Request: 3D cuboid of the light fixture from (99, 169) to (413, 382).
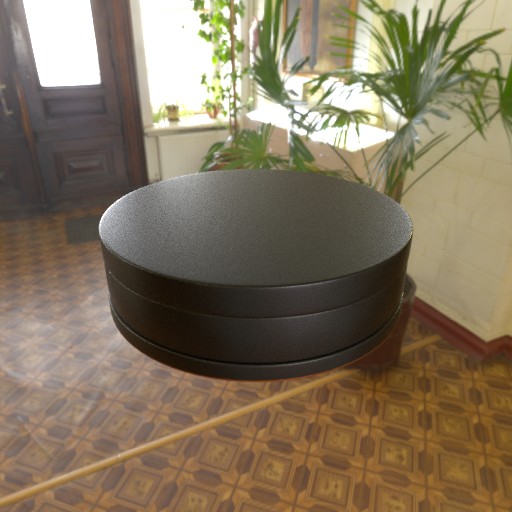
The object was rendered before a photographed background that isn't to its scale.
[{"bbox_3d":[0.000,0.000,0.435,0.283,0.097,0.283,0,27,0],"label":"light fixture"}]
